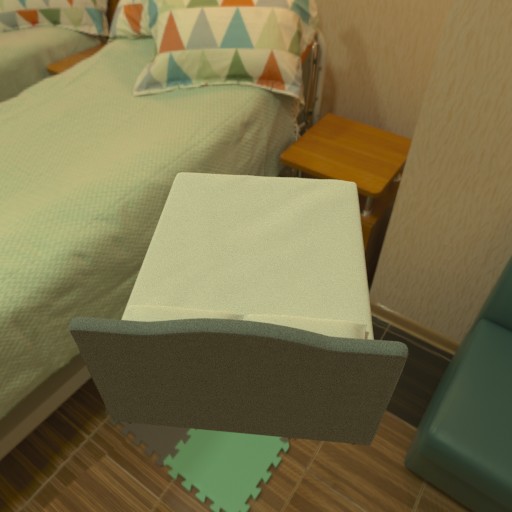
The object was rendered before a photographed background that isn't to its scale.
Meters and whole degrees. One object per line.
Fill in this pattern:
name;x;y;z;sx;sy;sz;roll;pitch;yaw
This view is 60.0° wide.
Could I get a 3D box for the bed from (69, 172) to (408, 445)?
bed;0.000;0.000;4.009;2.161;1.457;2.689;4;45;4
